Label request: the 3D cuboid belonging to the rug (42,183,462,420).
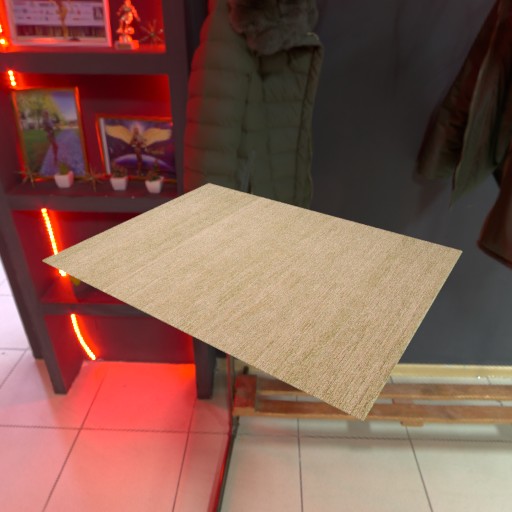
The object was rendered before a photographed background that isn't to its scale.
[{"bbox_3d":[0.000,0.000,4.228,3.198,0.016,2.425,19,35,29],"label":"rug"}]
